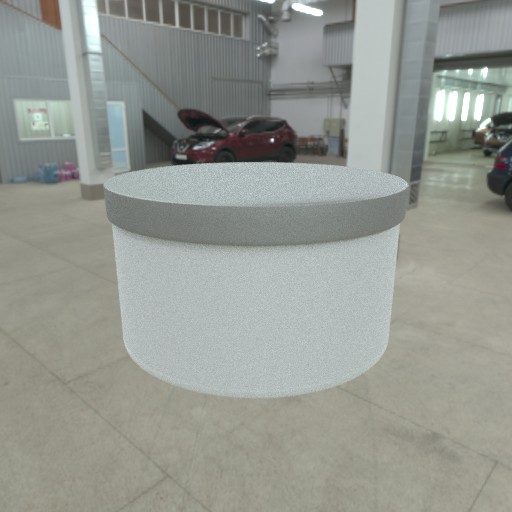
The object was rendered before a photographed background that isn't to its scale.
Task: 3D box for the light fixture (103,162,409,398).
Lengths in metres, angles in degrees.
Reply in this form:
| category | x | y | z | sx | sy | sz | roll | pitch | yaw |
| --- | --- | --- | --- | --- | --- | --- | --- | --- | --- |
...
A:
| category | x | y | z | sx | sy | sz | roll | pitch | yaw |
| --- | --- | --- | --- | --- | --- | --- | --- | --- | --- |
| light fixture | 0.000 | 0.000 | 0.634 | 0.393 | 0.229 | 0.393 | 0 | 17 | 0 |
